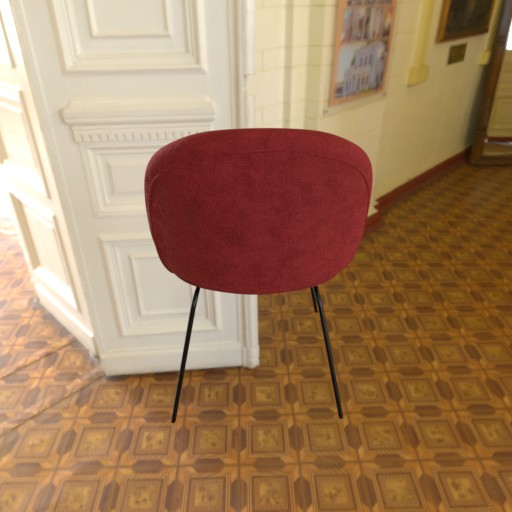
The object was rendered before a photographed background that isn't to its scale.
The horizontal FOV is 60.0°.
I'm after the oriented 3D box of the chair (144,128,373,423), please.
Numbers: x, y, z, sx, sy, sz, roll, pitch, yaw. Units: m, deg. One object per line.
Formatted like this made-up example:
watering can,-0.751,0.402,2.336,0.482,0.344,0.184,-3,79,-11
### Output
chair,0.000,0.000,1.124,0.458,0.791,0.587,-1,31,-2
